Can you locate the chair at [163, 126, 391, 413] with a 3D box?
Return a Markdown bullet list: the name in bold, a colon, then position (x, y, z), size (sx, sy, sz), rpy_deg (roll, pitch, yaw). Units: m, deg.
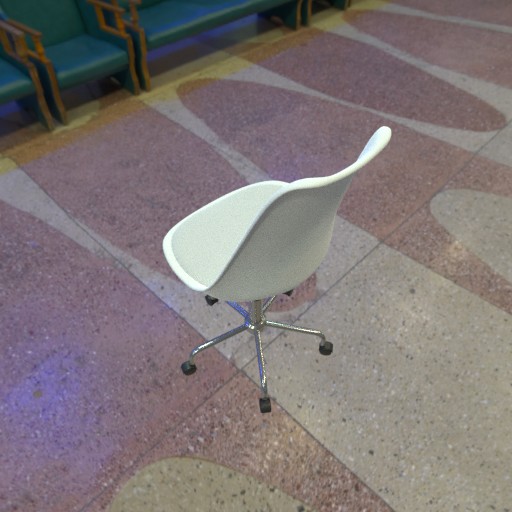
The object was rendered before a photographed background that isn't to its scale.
- **chair**: position (0.000, 0.000, 1.278), size (0.550, 0.930, 0.550), rpy_deg (-34, 56, -28)
